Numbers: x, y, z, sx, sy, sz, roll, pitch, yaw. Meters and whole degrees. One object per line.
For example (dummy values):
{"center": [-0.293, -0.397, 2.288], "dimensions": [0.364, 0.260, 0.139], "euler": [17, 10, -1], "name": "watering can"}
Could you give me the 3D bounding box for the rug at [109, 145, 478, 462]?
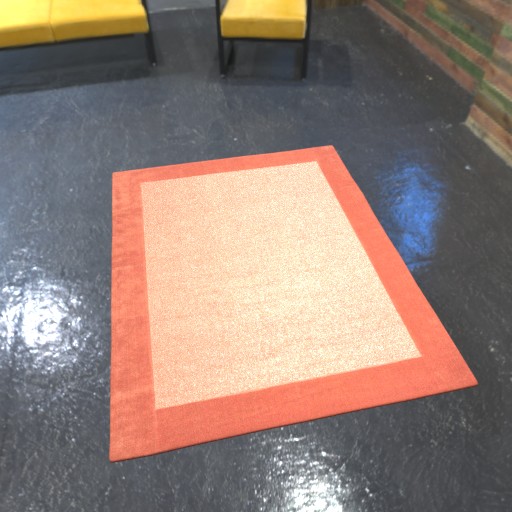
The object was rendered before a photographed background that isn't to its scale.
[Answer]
{"center": [0.000, 0.000, 3.801], "dimensions": [2.430, 0.018, 2.976], "euler": [-9, 47, -8], "name": "rug"}
